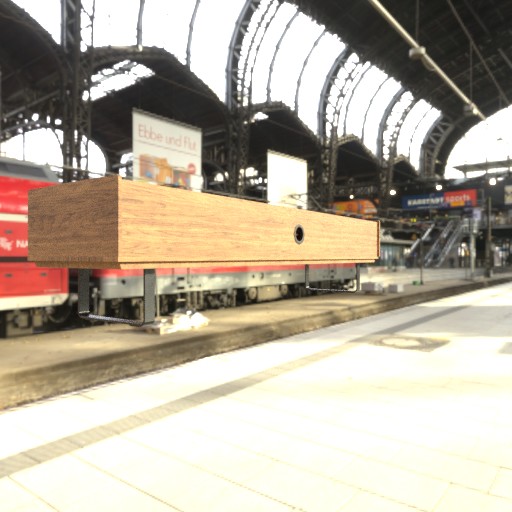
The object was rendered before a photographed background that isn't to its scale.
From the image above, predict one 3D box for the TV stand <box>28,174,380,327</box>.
[{"bbox_3d":[0.000,0.000,1.981,0.467,0.415,1.796,0,0,36],"label":"TV stand"}]
